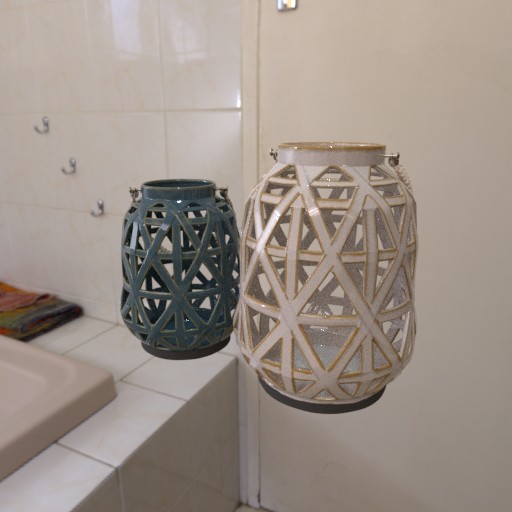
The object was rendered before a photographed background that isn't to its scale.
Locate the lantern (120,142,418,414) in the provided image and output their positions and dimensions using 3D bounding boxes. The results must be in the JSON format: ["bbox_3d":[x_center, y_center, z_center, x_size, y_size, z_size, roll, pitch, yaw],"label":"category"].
[{"bbox_3d":[0.000,0.000,0.617,0.439,0.307,0.245,9,18,27],"label":"lantern"}]
